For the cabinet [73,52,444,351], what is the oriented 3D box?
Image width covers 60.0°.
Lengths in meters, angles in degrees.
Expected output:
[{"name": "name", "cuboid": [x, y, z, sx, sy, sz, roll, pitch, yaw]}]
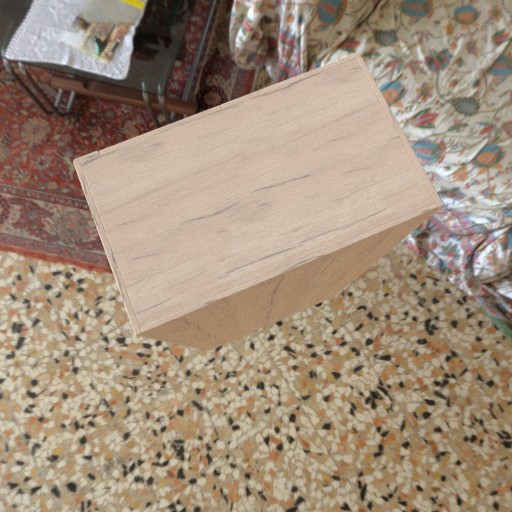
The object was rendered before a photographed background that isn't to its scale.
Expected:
[{"name": "cabinet", "cuboid": [0.000, 0.000, 2.284, 0.980, 1.930, 0.580, -23, 78, -5]}]
